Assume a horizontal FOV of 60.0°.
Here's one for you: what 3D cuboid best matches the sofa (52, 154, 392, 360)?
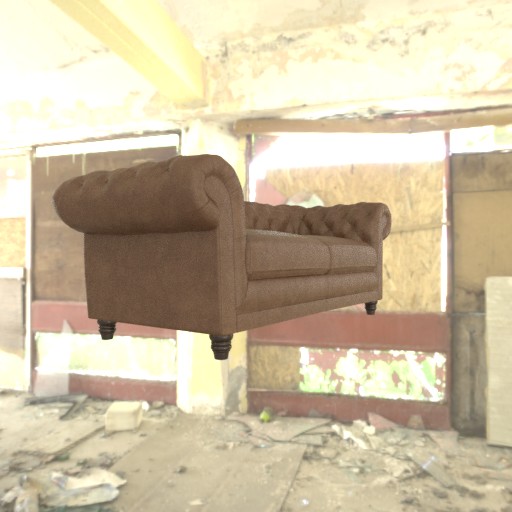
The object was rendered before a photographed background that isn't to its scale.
[{"bbox_3d":[0.000,0.000,2.559,0.955,0.784,2.048,0,0,35],"label":"sofa"}]
